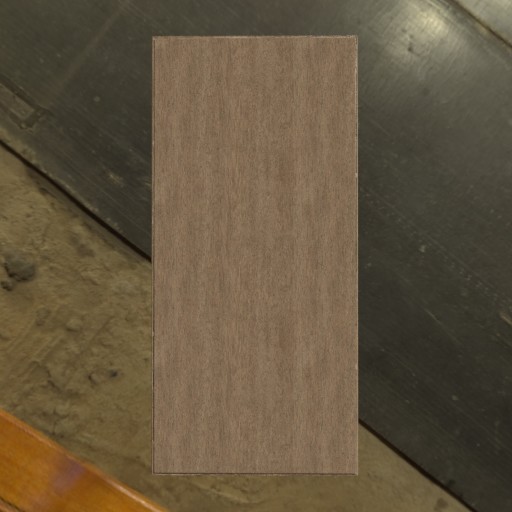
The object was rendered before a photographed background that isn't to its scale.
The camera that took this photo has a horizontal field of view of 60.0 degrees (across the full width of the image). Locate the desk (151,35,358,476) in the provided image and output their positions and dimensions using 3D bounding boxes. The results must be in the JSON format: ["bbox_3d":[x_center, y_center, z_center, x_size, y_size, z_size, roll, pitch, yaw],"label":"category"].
[{"bbox_3d":[0.000,0.000,1.751,0.610,0.912,1.289,0,90,1],"label":"desk"}]
